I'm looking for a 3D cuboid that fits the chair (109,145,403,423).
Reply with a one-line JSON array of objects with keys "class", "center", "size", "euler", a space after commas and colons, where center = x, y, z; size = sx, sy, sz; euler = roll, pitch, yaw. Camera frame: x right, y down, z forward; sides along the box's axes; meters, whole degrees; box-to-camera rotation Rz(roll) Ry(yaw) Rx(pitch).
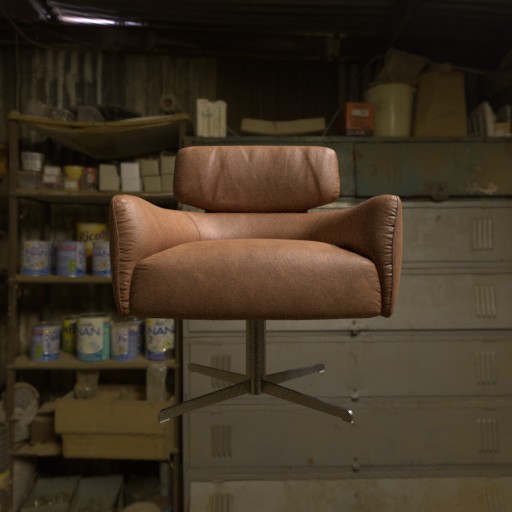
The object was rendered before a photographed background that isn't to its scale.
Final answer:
[{"class": "chair", "center": [0.000, 0.000, 1.347], "size": [0.706, 0.812, 0.715], "euler": [0, 1, 0]}]
